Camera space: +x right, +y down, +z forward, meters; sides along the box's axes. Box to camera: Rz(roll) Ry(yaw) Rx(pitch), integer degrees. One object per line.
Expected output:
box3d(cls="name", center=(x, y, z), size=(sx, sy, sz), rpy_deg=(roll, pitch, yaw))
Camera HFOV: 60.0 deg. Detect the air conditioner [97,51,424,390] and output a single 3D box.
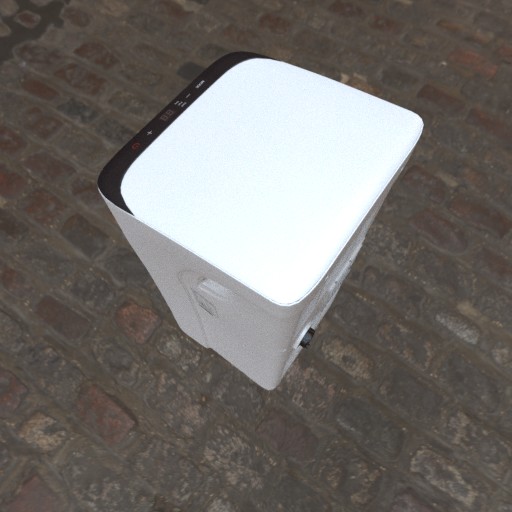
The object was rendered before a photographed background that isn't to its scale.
box3d(cls="air conditioner", center=(0.000, 0.000, 0.911), size=(0.369, 0.716, 0.352), rpy_deg=(32, 68, 15))
